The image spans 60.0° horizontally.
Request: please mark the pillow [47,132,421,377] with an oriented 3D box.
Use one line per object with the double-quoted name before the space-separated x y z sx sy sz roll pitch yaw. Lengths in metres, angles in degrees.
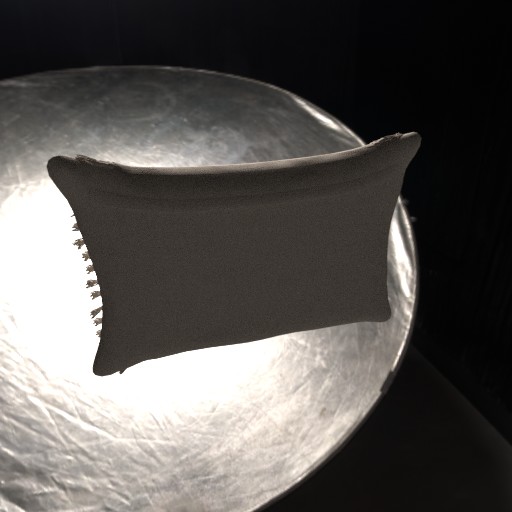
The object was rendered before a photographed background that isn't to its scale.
"pillow" 0.000 0.000 0.596 0.466 0.305 0.084 -8 27 -16
